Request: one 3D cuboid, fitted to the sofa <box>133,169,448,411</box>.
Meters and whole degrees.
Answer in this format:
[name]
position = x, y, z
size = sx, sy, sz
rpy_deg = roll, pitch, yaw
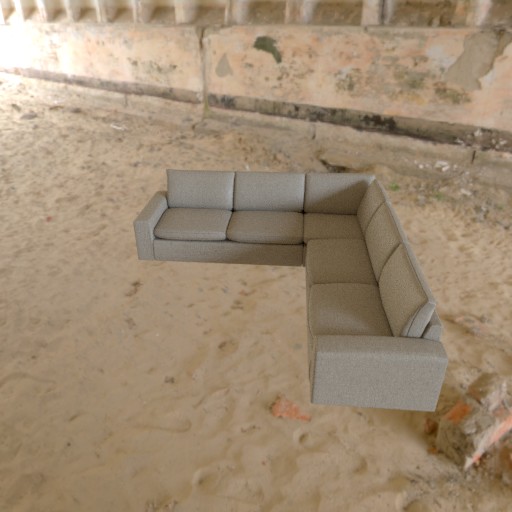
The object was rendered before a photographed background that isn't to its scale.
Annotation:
[sofa]
position = 0.000, 0.000, 4.057
size = 2.622, 0.800, 2.742
rpy_deg = 2, 29, 4
